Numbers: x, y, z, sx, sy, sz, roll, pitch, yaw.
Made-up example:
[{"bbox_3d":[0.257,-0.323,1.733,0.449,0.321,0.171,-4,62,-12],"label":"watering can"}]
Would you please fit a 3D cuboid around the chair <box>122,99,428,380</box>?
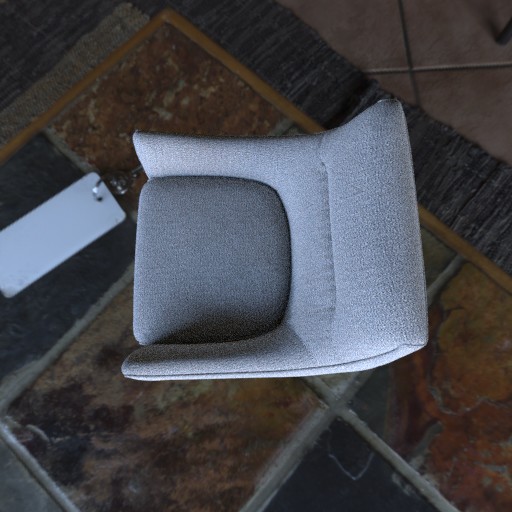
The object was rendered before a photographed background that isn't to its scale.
[{"bbox_3d":[0.000,0.000,1.430,0.787,0.838,0.762,-1,76,0],"label":"chair"}]
